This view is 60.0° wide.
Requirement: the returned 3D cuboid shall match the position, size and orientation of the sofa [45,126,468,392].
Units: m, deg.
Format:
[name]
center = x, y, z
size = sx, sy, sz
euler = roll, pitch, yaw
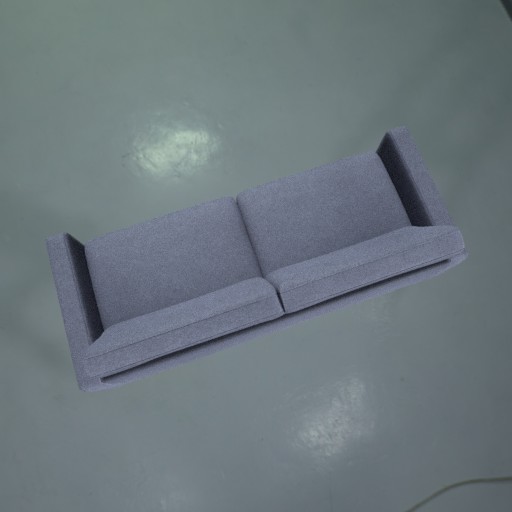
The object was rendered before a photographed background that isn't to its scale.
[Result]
[sofa]
center = 0.000, 0.000, 2.296
size = 1.925, 0.828, 0.774
euler = -18, 75, -5
